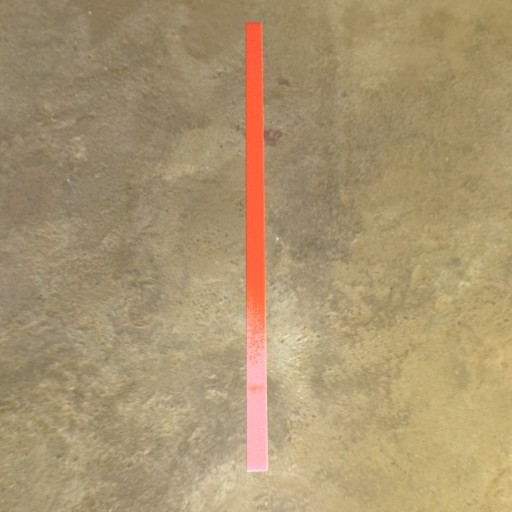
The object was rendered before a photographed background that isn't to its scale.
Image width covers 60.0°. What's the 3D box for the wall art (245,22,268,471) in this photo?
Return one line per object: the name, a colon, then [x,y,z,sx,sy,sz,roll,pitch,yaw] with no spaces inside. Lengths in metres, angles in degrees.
wall art: [0.000,0.000,1.159,0.040,0.609,0.913,0,76,0]
